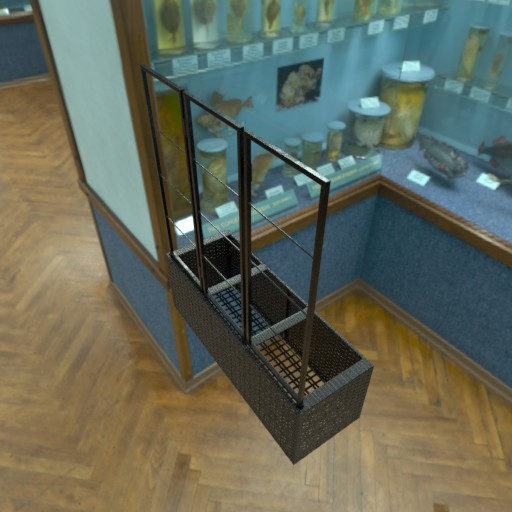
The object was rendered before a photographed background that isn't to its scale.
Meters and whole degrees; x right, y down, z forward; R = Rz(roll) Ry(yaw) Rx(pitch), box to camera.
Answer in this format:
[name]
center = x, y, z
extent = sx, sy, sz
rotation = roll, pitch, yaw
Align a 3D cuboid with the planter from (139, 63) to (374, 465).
[planter]
center = 0.000, 0.000, 1.165
extent = 0.244, 0.841, 0.699
rotation = -24, 45, -26
